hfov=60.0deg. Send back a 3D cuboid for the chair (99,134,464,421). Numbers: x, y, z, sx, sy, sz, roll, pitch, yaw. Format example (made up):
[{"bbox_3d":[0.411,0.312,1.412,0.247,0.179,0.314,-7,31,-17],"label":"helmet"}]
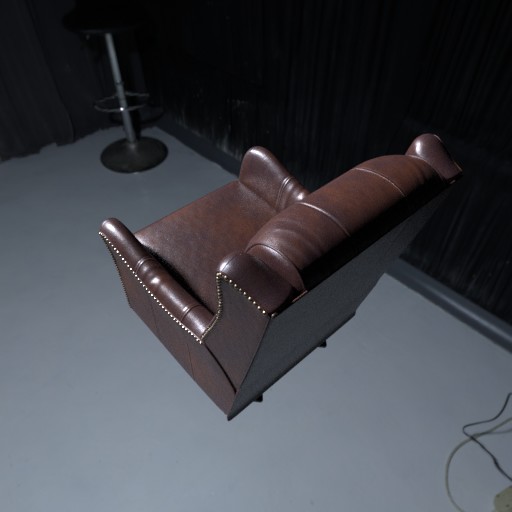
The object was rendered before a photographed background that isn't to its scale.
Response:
[{"bbox_3d":[0.000,0.000,1.758,0.869,1.084,1.008,-33,54,-28],"label":"chair"}]
